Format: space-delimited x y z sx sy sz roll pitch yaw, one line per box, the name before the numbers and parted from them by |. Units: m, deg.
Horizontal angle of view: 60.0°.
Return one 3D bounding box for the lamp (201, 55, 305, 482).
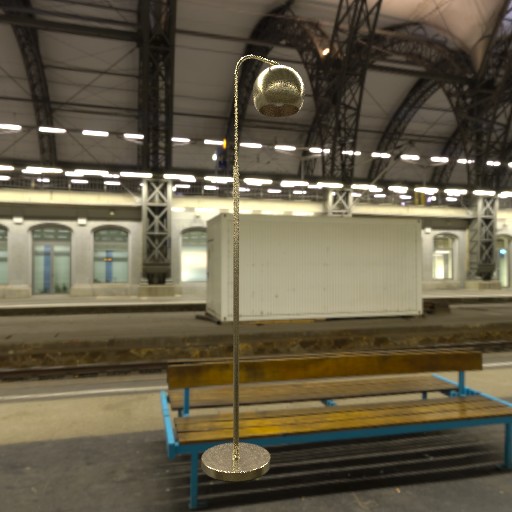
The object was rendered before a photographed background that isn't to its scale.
lamp | 0.000 0.000 1.675 0.431 1.526 0.250 1 -1 -37
